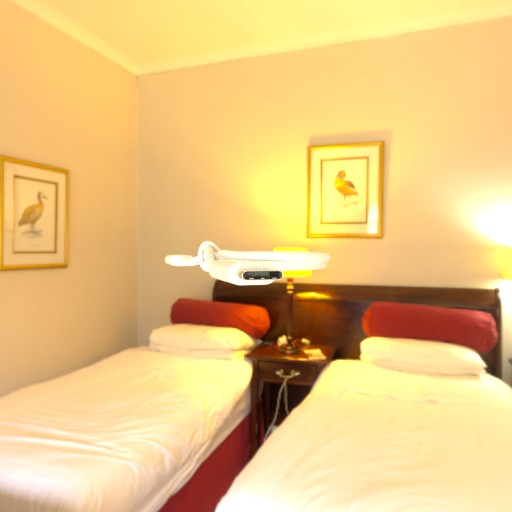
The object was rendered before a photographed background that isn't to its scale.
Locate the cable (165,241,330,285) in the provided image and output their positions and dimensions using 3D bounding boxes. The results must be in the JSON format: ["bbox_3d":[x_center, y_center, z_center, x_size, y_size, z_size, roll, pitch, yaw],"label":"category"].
[{"bbox_3d":[0.000,0.000,0.211,0.070,0.014,0.186,0,1,-18],"label":"cable"}]
